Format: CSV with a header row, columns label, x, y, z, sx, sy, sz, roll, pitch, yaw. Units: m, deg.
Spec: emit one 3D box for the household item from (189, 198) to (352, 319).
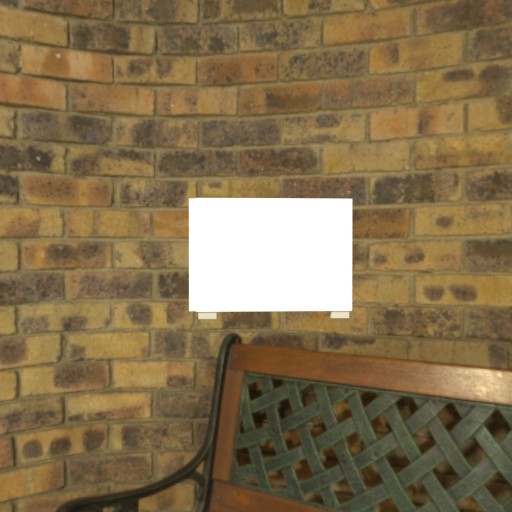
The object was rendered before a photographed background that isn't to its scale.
label,x,y,z,sx,sy,sz,roll,pitch,yaw
household item,0.000,0.000,2.062,0.420,0.310,1.850,0,0,-2
